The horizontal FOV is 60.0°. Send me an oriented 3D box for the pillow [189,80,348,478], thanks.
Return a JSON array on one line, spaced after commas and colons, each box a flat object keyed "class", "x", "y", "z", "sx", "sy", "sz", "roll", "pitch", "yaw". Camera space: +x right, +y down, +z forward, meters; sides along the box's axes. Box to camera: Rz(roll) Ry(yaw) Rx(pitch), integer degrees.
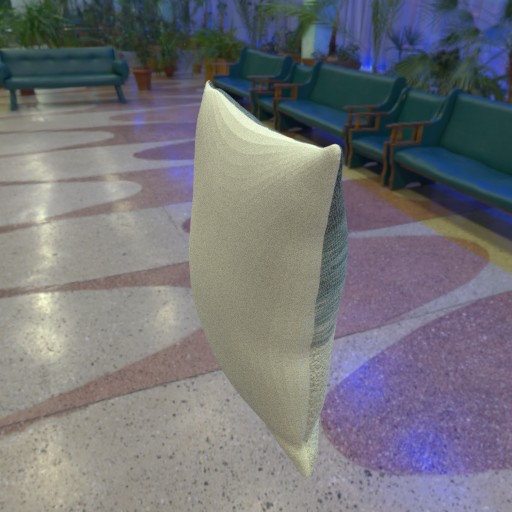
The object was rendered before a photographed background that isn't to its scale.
[{"class": "pillow", "x": 0.000, "y": 0.000, "z": 0.654, "sx": 0.182, "sy": 0.441, "sz": 0.440, "roll": -11, "pitch": 32, "yaw": -18}]
